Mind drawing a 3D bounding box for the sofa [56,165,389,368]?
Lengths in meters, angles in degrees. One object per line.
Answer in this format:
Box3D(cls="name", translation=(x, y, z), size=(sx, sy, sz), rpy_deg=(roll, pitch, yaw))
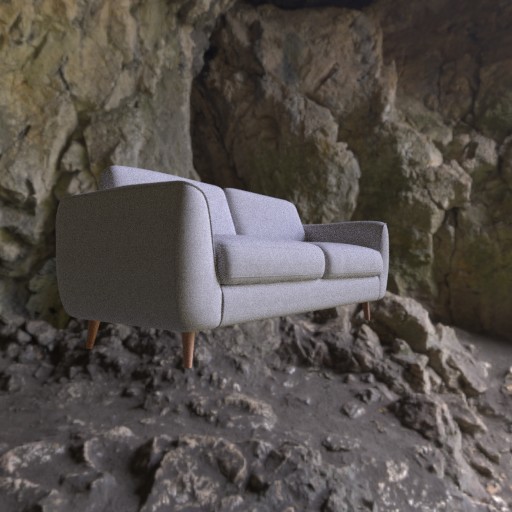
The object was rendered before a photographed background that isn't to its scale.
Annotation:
Box3D(cls="sofa", translation=(0.000, 0.000, 2.505), size=(0.920, 0.850, 2.000), rpy_deg=(-1, -1, 36))
